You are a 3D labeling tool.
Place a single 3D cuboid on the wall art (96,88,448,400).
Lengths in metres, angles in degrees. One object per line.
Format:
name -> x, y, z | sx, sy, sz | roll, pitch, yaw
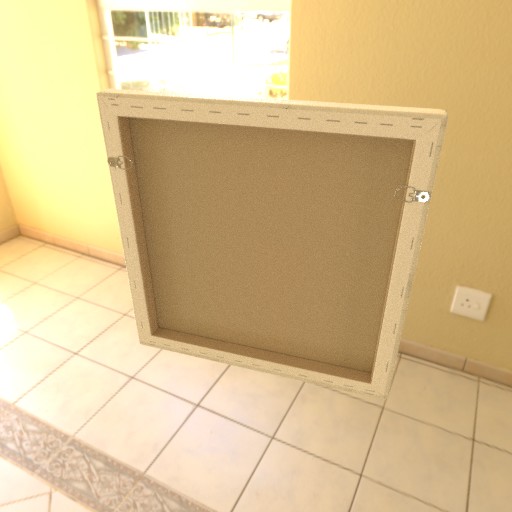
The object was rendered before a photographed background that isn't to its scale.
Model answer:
wall art -> 0.000, 0.000, 0.903 | 0.610, 0.611, 0.040 | 9, 32, 15
